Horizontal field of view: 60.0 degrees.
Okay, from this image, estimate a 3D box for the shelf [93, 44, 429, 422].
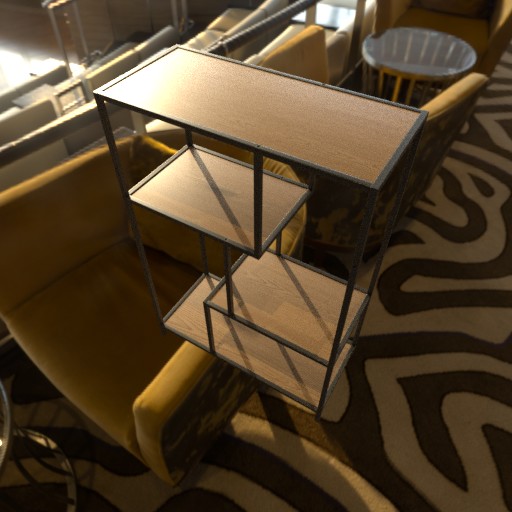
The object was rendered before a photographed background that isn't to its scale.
[{"bbox_3d":[0.000,0.000,1.525,0.770,1.138,0.350,24,52,20],"label":"shelf"}]
